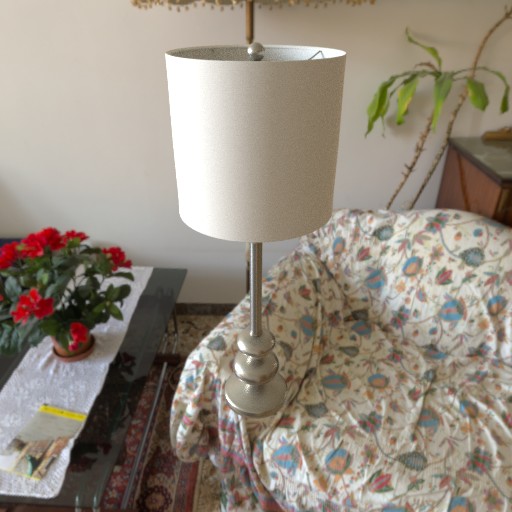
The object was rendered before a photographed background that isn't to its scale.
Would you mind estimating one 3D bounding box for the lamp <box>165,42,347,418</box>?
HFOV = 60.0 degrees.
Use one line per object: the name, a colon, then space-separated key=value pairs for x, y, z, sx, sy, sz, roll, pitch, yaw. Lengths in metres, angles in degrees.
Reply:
lamp: x=0.000 y=0.000 z=0.792 sx=0.254 sy=0.690 sz=0.254 roll=-19 pitch=34 yaw=-29
